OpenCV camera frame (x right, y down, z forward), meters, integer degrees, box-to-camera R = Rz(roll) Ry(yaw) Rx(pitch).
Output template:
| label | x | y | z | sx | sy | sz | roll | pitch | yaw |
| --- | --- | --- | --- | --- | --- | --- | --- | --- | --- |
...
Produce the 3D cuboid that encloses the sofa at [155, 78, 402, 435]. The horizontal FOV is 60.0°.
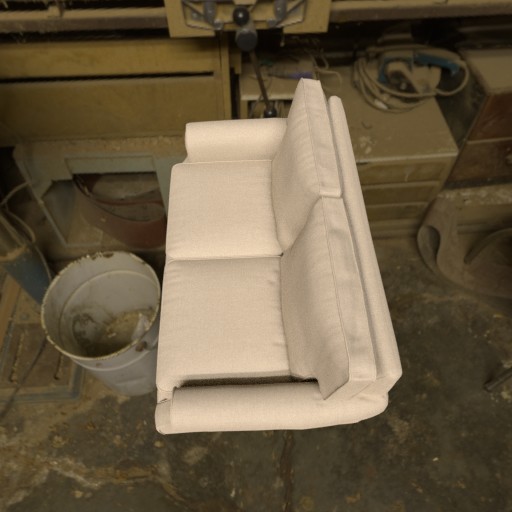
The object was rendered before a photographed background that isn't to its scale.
| label | x | y | z | sx | sy | sz | roll | pitch | yaw |
| --- | --- | --- | --- | --- | --- | --- | --- | --- | --- |
| sofa | 0.000 | 0.000 | 2.177 | 0.964 | 0.937 | 1.665 | -2 | 58 | -1 |
